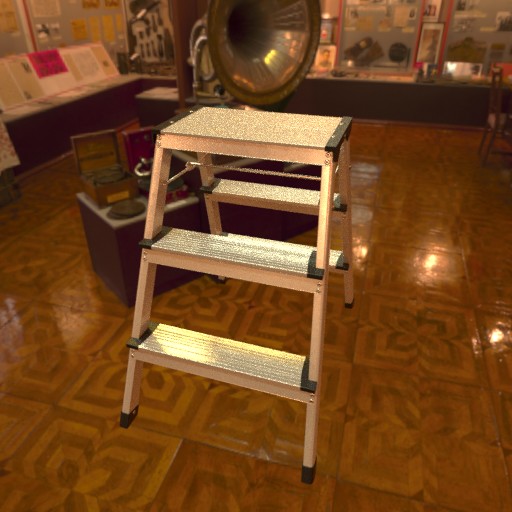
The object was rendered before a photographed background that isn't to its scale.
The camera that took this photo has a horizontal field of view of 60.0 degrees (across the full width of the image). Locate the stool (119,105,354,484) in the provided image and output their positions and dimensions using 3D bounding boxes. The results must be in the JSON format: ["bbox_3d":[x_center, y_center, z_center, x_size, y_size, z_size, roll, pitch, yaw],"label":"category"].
[{"bbox_3d":[0.000,0.000,1.015,0.437,0.605,0.622,10,33,15],"label":"stool"}]
